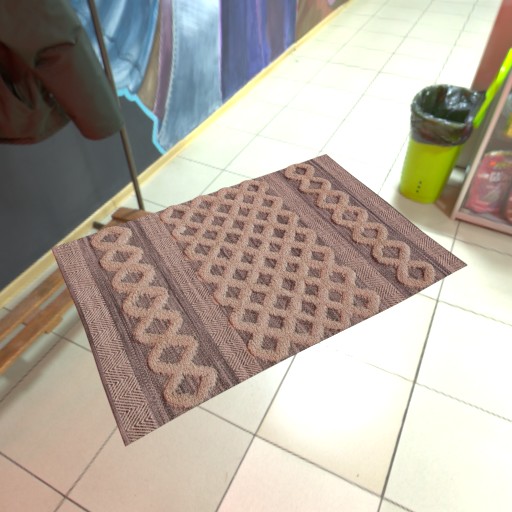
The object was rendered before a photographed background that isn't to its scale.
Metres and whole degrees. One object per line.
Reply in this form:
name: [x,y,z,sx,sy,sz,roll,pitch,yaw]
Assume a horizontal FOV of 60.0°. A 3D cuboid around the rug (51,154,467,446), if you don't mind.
rug: [0.000,0.000,2.317,1.823,0.030,1.222,-23,49,-21]
